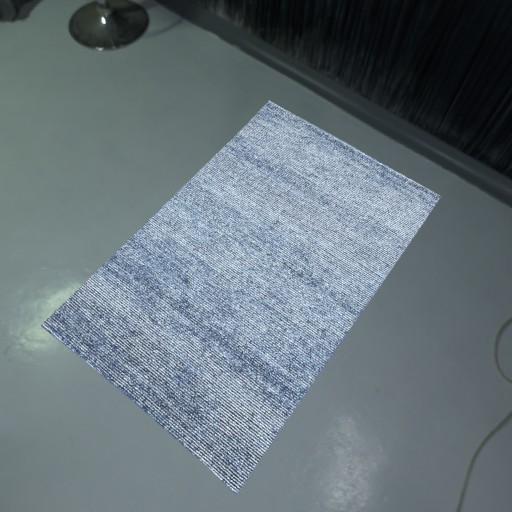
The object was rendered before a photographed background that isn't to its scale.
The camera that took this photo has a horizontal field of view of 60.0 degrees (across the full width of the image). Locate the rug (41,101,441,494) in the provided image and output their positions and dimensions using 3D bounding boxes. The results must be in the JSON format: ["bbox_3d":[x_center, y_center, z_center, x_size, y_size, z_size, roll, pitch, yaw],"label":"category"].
[{"bbox_3d":[0.000,0.000,2.226,1.159,0.025,1.793,34,68,16],"label":"rug"}]
